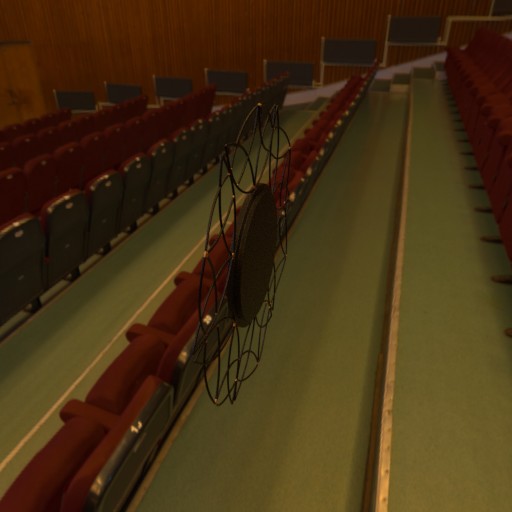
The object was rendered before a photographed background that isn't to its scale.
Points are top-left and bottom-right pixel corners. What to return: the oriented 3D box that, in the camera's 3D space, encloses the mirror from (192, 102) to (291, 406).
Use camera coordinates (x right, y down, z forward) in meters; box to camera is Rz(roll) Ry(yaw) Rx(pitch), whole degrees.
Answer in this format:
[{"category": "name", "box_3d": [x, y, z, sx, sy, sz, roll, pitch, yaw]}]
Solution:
[{"category": "mirror", "box_3d": [0.000, 0.000, 1.167, 0.028, 0.775, 0.797, 9, 32, 14]}]
